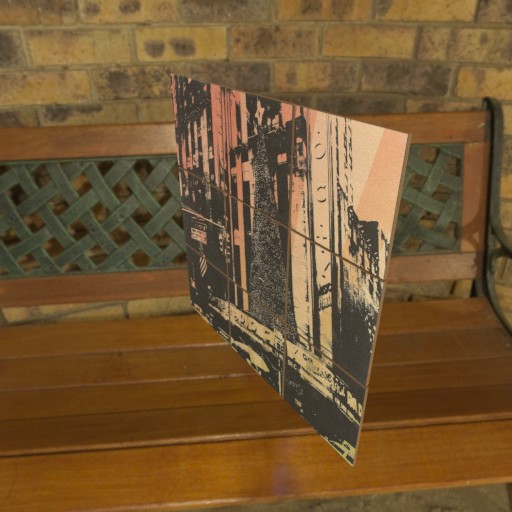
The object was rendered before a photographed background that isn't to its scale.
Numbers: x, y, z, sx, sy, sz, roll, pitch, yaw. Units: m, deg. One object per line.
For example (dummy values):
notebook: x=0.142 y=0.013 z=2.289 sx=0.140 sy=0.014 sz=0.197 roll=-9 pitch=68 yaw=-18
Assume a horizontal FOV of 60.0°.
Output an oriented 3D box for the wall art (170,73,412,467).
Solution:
wall art: x=0.000 y=0.000 z=1.320 sx=0.010 sy=0.917 sz=0.919 roll=-20 pitch=36 yaw=-31
